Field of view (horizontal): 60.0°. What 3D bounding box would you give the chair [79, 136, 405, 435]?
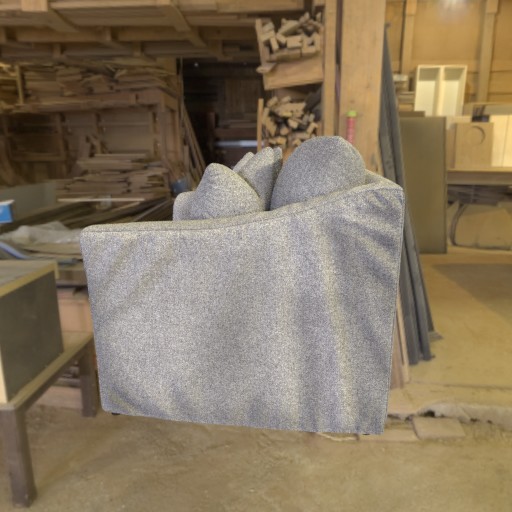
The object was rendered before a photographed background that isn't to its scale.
[{"bbox_3d":[0.000,0.000,2.025,1.071,1.059,1.194,2,14,7],"label":"chair"}]
